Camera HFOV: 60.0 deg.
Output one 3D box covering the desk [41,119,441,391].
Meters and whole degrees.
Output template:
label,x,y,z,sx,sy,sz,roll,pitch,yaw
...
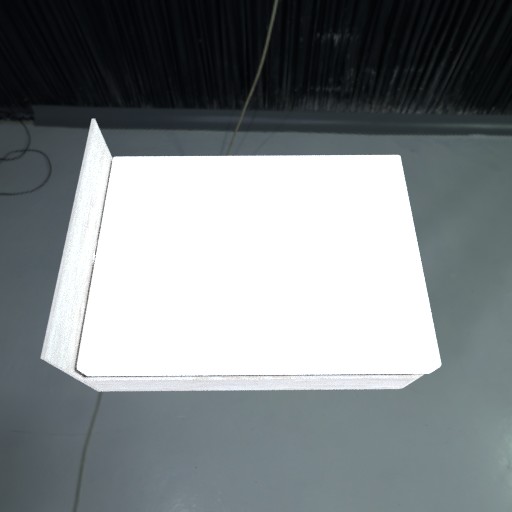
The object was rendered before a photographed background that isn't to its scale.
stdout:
label,x,y,z,sx,sy,sz,roll,pitch,yaw
desk,0.000,0.000,2.620,1.900,0.800,1.400,0,63,0
